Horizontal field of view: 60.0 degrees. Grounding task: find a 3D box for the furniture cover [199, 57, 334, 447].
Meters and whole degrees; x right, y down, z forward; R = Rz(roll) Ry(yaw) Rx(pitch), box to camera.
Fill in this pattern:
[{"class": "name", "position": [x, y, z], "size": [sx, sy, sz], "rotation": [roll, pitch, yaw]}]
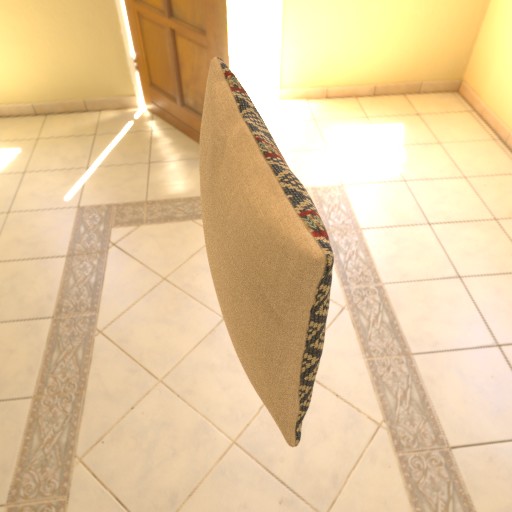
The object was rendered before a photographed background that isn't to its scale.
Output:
[{"class": "furniture cover", "position": [0.000, 0.000, 0.673], "size": [0.139, 0.431, 0.431], "rotation": [-12, 48, -11]}]
